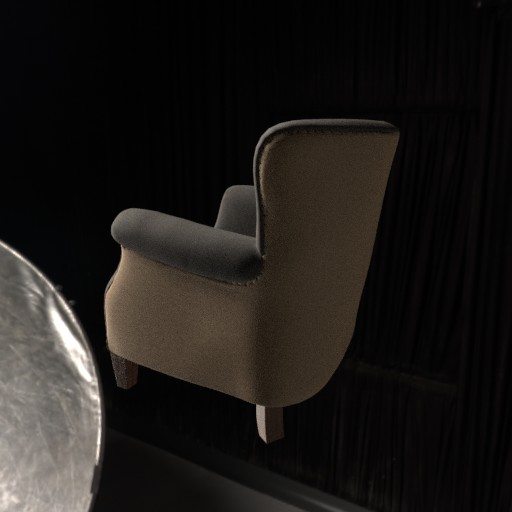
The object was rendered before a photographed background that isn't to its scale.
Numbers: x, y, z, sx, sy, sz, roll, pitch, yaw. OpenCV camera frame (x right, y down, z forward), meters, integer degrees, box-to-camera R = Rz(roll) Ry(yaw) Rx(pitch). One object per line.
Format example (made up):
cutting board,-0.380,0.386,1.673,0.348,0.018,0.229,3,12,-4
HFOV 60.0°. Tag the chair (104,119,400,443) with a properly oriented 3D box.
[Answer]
chair,0.000,0.000,1.608,0.921,0.936,0.861,8,18,26
